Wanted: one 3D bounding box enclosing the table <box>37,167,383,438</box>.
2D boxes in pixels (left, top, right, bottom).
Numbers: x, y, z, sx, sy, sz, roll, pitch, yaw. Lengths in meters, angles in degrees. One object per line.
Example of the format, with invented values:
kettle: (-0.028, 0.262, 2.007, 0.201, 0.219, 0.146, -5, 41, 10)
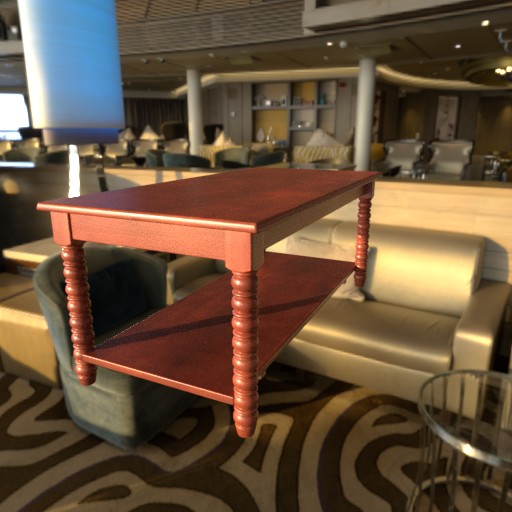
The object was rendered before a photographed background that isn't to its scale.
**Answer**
table: (0.000, 0.000, 1.477, 0.580, 0.485, 1.171, 7, 17, 25)
